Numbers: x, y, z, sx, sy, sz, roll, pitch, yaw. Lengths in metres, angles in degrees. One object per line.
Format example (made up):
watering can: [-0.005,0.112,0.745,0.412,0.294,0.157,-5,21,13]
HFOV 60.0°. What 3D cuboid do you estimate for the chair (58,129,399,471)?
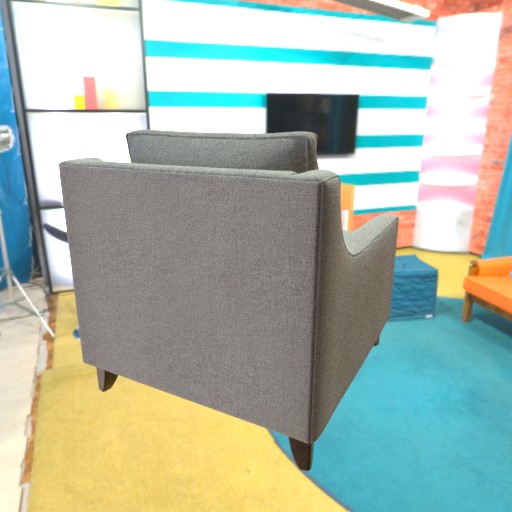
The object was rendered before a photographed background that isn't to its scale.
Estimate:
chair: [0.000,0.000,1.570,0.838,0.864,0.918,9,19,28]
